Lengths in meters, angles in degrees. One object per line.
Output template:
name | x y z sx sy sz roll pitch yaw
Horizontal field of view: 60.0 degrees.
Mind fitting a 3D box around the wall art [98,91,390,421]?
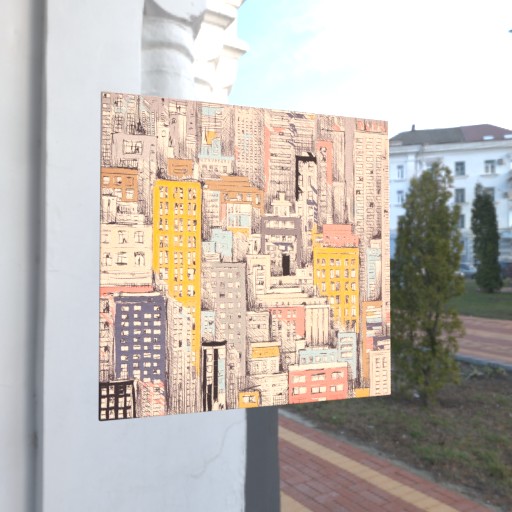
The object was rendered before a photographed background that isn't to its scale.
wall art | 0.000 0.000 1.145 0.761 0.762 0.048 0 -1 -16
